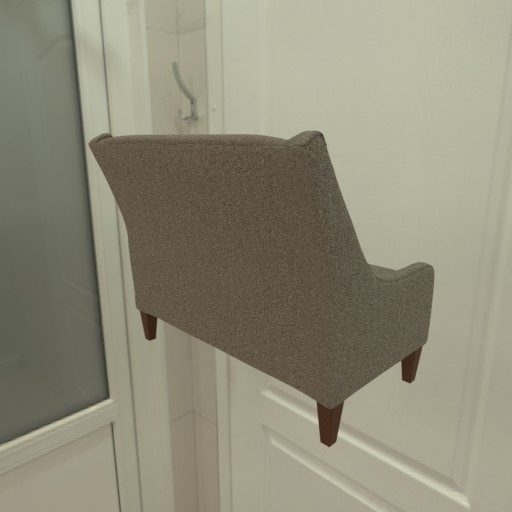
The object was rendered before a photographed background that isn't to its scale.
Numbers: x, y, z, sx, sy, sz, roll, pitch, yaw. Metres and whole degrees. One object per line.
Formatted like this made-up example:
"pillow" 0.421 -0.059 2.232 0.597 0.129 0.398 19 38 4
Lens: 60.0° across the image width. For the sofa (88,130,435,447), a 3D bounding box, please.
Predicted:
"sofa" 0.000 0.000 1.915 0.862 1.026 1.242 -14 21 -43
